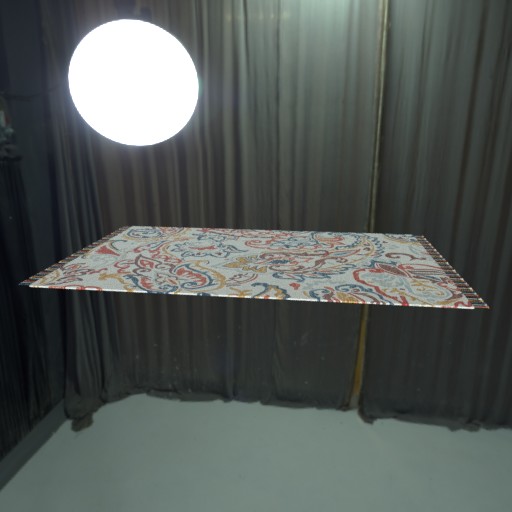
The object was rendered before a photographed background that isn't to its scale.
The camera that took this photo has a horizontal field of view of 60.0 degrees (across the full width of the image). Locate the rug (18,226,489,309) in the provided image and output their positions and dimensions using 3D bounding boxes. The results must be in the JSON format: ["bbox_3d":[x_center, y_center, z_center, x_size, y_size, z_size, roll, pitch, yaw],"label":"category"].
[{"bbox_3d":[0.000,0.000,3.118,2.584,0.010,1.523,2,17,7],"label":"rug"}]
